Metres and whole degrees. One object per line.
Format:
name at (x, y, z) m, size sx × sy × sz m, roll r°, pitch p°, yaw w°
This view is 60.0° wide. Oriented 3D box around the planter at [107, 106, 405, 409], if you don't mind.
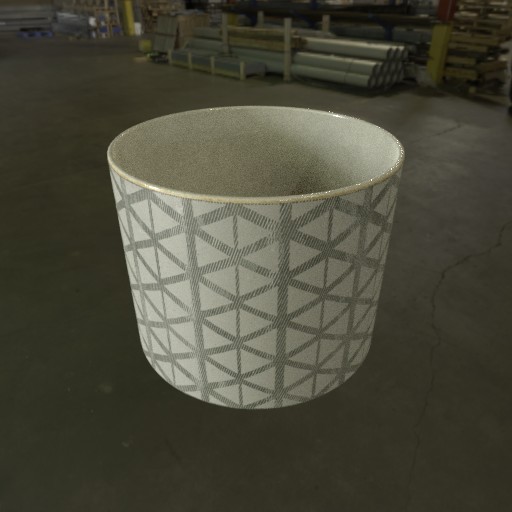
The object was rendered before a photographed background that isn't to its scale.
planter at (0.000, 0.000, 0.341) m, size 0.190 × 0.181 × 0.190 m, roll 0°, pitch 32°, yaw 0°
